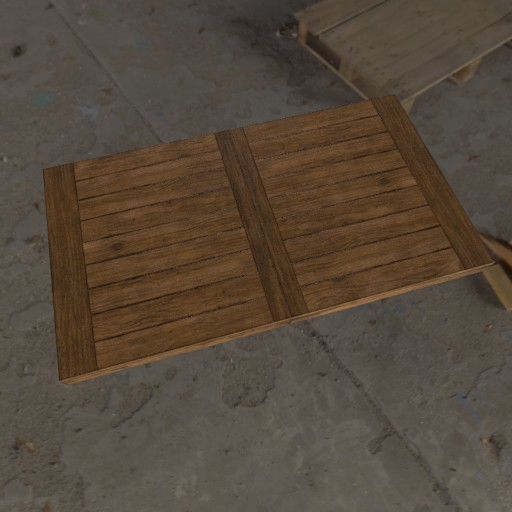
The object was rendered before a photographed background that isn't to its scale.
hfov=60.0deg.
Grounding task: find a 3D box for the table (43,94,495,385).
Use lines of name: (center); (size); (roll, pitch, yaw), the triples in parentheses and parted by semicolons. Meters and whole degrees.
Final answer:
table: (0.000, 0.000, 2.137); (1.641, 0.757, 0.931); (-14, 63, -7)
